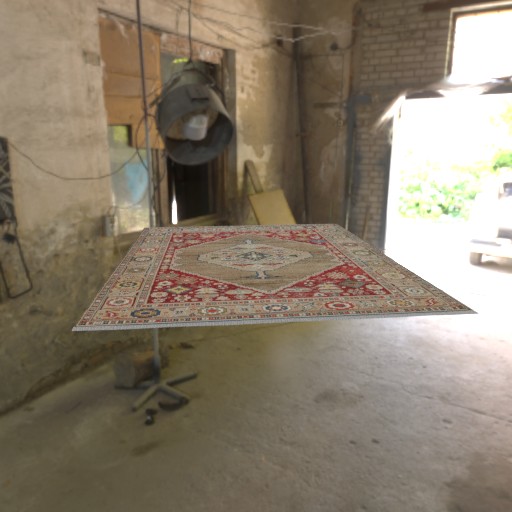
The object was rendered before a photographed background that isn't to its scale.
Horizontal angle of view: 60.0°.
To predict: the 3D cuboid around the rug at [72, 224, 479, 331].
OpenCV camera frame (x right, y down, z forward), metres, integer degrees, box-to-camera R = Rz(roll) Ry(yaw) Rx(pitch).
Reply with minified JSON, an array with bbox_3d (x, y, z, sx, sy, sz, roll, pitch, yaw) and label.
[{"bbox_3d":[0.000,0.000,4.137,2.451,0.008,3.143,-2,15,-6],"label":"rug"}]
